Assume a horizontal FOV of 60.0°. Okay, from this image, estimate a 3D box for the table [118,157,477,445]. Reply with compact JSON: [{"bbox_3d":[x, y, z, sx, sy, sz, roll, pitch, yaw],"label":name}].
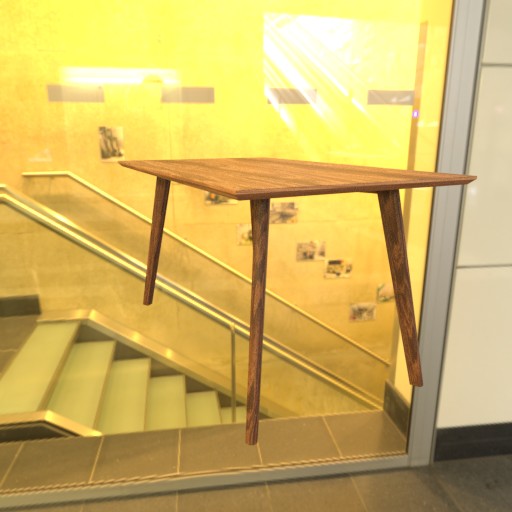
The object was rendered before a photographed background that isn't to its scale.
[{"bbox_3d":[0.000,0.000,1.828,0.801,0.724,1.349,-8,17,-26],"label":"table"}]
